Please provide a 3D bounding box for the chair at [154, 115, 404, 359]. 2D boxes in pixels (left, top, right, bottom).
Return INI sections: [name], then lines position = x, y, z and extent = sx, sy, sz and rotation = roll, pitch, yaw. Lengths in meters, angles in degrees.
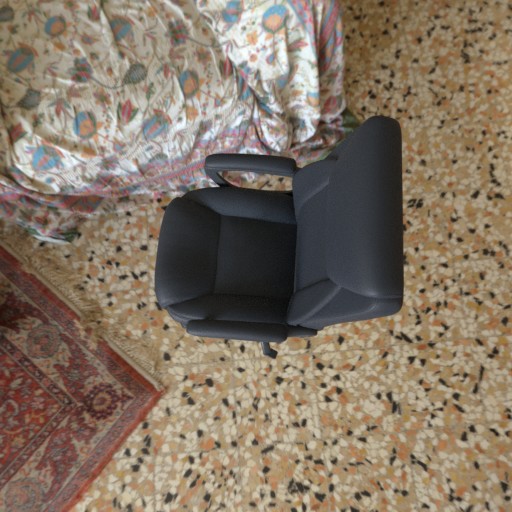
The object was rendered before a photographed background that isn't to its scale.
[chair]
position = 0.000, 0.000, 1.452
extent = 0.655, 1.072, 0.615
rotation = 4, 75, 1
